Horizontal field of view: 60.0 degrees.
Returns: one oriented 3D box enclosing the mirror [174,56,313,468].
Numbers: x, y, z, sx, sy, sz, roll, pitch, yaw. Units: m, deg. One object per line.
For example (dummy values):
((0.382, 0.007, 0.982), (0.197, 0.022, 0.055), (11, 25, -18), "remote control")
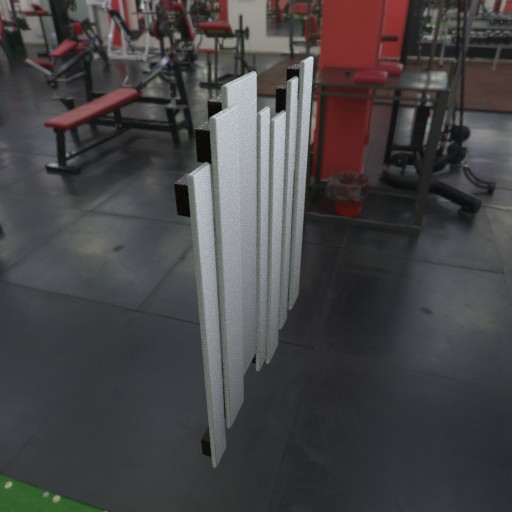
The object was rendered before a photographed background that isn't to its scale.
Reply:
((0.000, 0.000, 0.783), (0.058, 0.611, 0.445), (11, 34, 17), "mirror")
